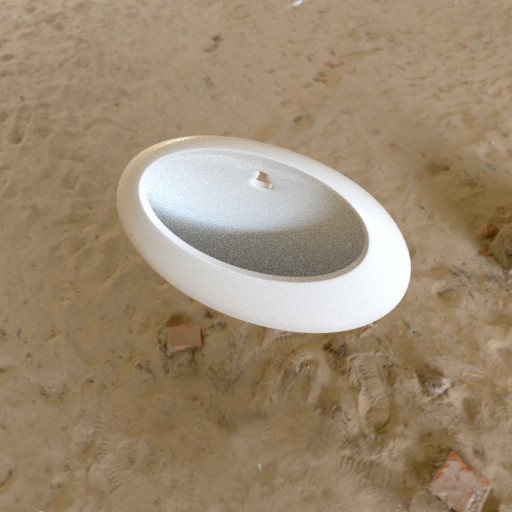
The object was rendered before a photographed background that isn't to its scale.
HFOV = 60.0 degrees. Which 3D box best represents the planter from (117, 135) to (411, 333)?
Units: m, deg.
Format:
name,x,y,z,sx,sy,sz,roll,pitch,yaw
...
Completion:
name,x,y,z,sx,sy,sz,roll,pitch,yaw
planter,0.000,0.000,0.279,0.185,0.188,0.043,15,59,9
